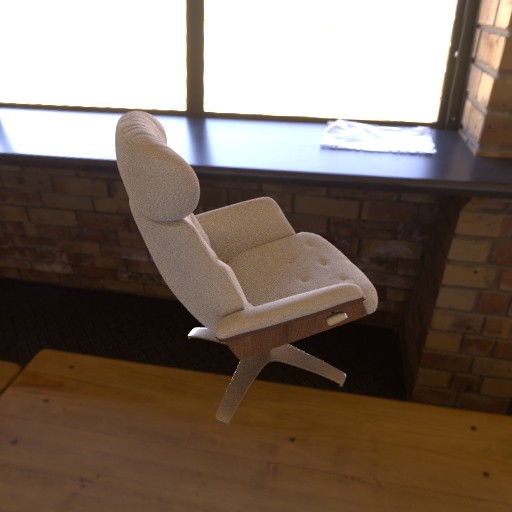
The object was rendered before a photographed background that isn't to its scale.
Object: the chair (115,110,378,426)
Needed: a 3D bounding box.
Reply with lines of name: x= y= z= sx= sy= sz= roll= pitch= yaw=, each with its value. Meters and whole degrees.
chair: x=0.000 y=0.000 z=1.579 sx=0.837 sy=0.995 sz=0.785 roll=-11 pitch=32 yaw=-17
